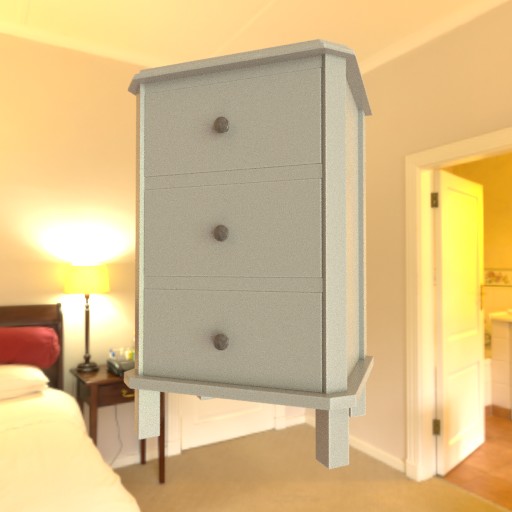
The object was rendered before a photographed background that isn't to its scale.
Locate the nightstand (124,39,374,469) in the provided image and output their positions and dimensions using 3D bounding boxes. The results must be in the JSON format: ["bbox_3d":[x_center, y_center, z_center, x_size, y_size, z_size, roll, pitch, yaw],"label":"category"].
[{"bbox_3d":[0.000,0.000,0.907,0.435,0.680,0.348,0,-1,20],"label":"nightstand"}]
